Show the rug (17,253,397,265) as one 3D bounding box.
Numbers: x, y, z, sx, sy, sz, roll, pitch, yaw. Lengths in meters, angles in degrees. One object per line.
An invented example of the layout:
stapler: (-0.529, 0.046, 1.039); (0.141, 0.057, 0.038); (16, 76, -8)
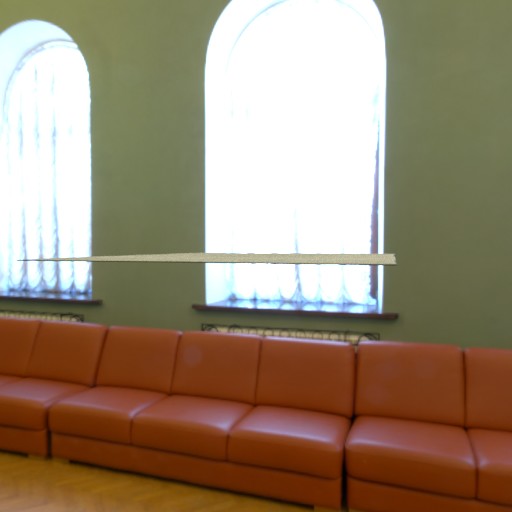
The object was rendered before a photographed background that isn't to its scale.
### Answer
rug: (0.000, 0.000, 4.037); (2.438, 0.013, 3.048); (0, 1, 17)
